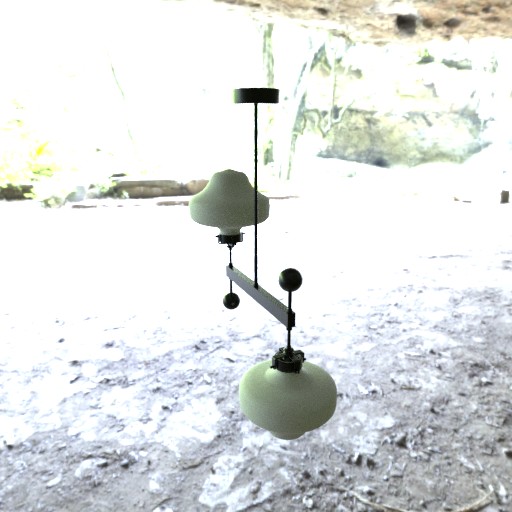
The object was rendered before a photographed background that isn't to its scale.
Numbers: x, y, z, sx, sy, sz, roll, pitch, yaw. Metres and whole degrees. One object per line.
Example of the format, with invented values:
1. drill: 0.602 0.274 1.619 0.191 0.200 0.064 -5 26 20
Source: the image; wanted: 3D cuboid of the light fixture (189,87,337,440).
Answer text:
1. light fixture: 0.000 0.000 1.053 0.489 0.743 0.422 9 19 27
